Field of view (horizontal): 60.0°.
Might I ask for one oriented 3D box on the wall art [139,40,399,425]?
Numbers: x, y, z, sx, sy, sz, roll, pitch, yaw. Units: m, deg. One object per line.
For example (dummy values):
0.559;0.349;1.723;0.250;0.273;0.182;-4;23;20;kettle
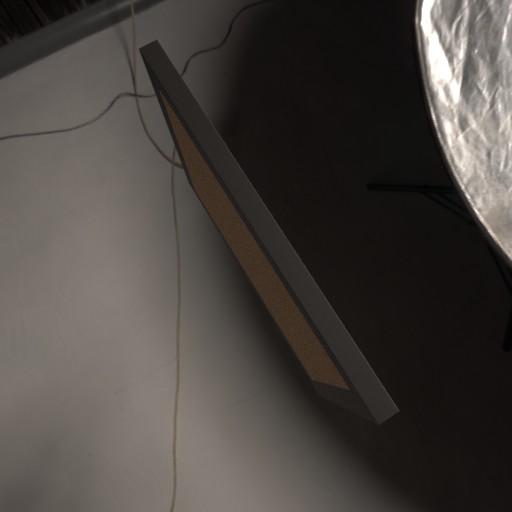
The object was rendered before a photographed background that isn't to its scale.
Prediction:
0.000;0.000;0.765;0.028;0.460;0.561;-31;78;-7;wall art
